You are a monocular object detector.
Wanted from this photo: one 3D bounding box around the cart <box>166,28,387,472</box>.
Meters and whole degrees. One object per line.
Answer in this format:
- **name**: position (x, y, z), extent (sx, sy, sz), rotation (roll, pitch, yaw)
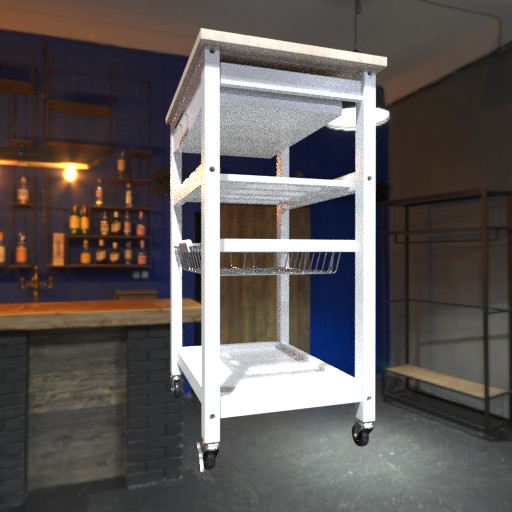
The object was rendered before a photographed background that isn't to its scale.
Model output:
- **cart**: position (0.000, 0.000, 1.168), extent (0.406, 0.857, 0.578), rotation (0, 0, -18)
